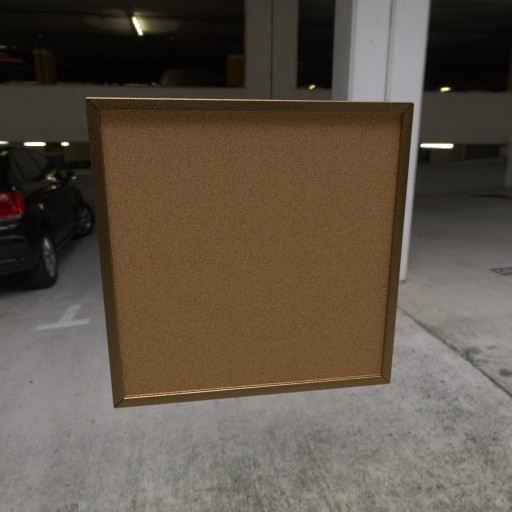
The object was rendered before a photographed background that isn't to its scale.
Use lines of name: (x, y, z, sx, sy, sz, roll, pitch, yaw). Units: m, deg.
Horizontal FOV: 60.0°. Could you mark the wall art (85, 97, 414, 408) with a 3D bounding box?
wall art: (0.000, 0.000, 0.461, 0.305, 0.305, 0.037, -2, 15, -9)
